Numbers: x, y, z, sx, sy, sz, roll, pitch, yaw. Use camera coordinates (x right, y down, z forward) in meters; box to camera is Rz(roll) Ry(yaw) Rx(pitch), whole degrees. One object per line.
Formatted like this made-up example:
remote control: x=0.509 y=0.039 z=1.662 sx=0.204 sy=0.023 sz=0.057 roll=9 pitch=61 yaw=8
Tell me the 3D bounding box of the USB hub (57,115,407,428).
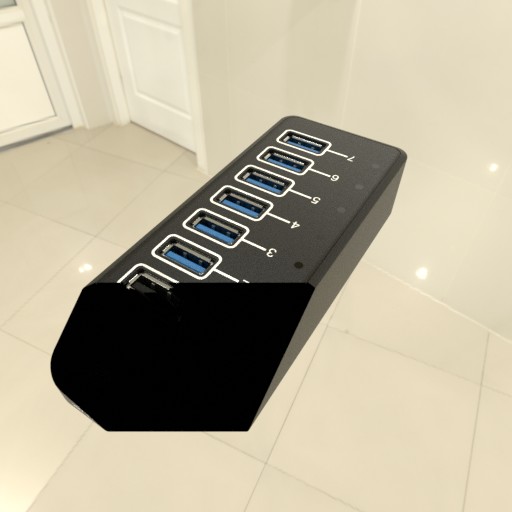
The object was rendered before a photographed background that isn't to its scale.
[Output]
USB hub: x=0.000 y=0.000 z=0.121 sx=0.044 sy=0.023 sz=0.110 roll=25 pitch=52 yaw=22
